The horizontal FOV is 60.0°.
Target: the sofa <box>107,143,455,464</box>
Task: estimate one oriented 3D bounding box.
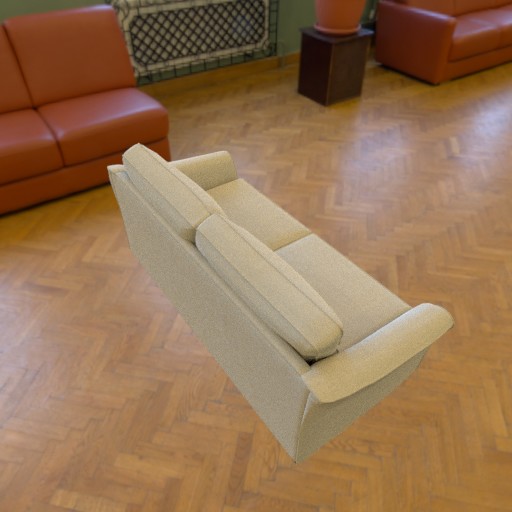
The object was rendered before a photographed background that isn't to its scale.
[{"bbox_3d":[0.000,0.000,2.796,0.980,0.965,2.270,-25,47,-26],"label":"sofa"}]
